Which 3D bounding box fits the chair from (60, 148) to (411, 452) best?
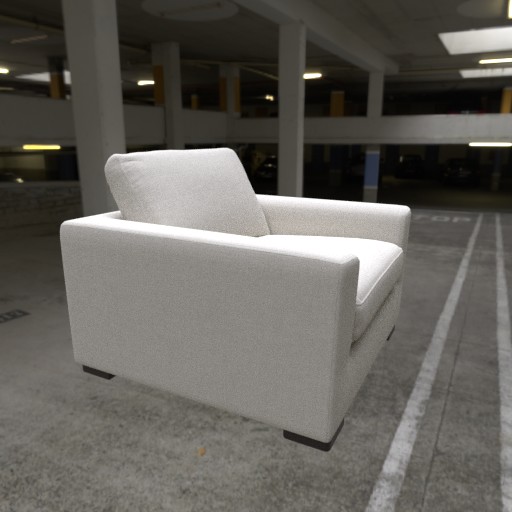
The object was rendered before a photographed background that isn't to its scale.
[{"bbox_3d":[0.000,0.000,1.887,1.100,0.876,1.070,8,17,27],"label":"chair"}]
